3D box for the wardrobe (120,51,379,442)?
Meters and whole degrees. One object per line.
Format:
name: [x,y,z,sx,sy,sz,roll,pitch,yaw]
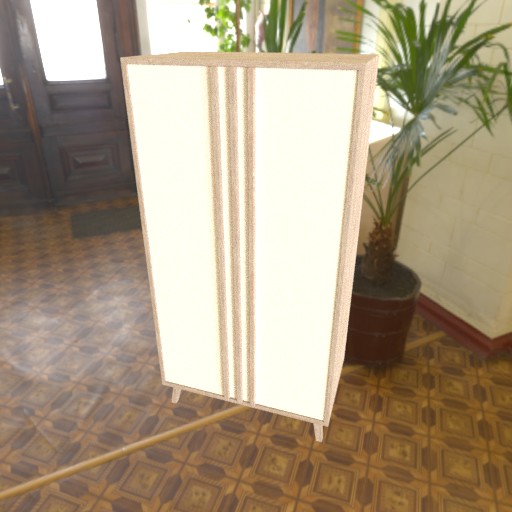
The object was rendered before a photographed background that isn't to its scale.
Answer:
wardrobe: [0.000,0.000,2.380,1.000,1.960,0.600,9,29,16]
